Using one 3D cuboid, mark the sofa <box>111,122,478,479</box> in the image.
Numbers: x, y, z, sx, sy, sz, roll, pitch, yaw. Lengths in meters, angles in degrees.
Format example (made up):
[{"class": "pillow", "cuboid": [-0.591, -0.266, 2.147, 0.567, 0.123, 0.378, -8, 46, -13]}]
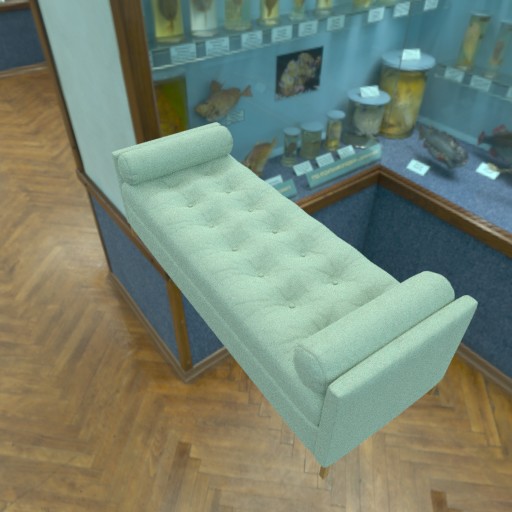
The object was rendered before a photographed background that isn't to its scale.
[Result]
[{"class": "sofa", "cuboid": [0.000, 0.000, 2.465, 0.796, 0.705, 2.102, -25, 47, -25]}]
